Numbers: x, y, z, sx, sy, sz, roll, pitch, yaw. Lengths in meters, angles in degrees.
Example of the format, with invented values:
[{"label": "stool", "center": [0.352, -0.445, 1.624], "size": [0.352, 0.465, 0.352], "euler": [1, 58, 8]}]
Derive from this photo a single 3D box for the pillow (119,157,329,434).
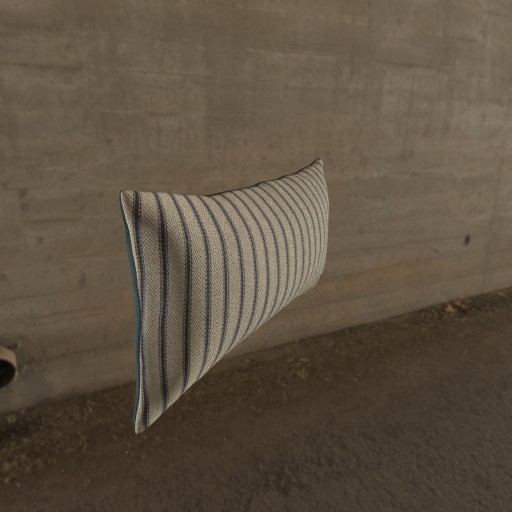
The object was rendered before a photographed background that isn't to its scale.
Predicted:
[{"label": "pillow", "center": [0.000, 0.000, 0.752], "size": [0.151, 0.305, 0.609], "euler": [8, 17, 27]}]
